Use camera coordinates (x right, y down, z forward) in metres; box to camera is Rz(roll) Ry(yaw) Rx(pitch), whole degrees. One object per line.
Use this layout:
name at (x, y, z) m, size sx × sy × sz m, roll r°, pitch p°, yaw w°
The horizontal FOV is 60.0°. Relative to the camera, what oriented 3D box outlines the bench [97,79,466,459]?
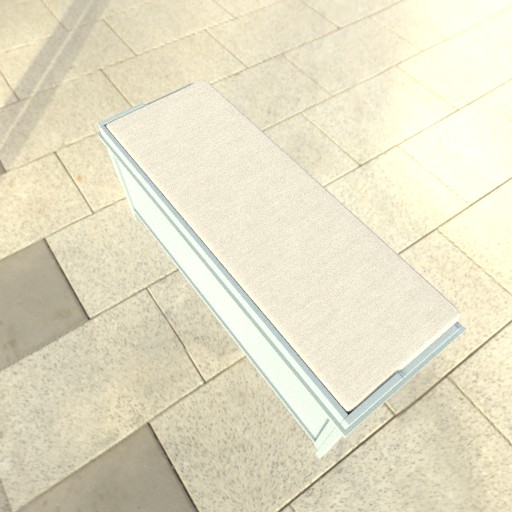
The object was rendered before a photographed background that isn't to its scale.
bench at (0.000, 0.000, 1.409) m, size 0.398 × 0.501 × 1.140 m, roll -33°, pitch 64°, yaw -19°
